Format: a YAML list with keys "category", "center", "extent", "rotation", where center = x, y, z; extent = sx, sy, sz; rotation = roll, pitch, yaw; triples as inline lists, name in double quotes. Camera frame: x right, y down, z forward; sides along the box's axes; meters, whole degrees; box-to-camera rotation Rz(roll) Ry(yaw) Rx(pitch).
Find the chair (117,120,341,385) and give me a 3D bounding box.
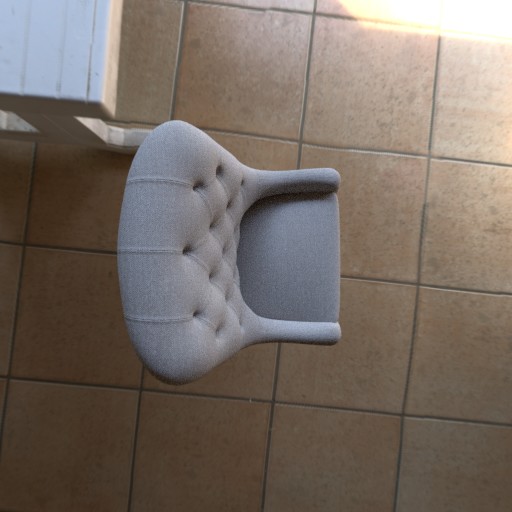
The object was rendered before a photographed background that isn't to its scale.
- category: "chair"
  center: [0.000, 0.000, 1.490]
  extent: [0.629, 1.091, 0.634]
  rotation: [0, 89, -1]
